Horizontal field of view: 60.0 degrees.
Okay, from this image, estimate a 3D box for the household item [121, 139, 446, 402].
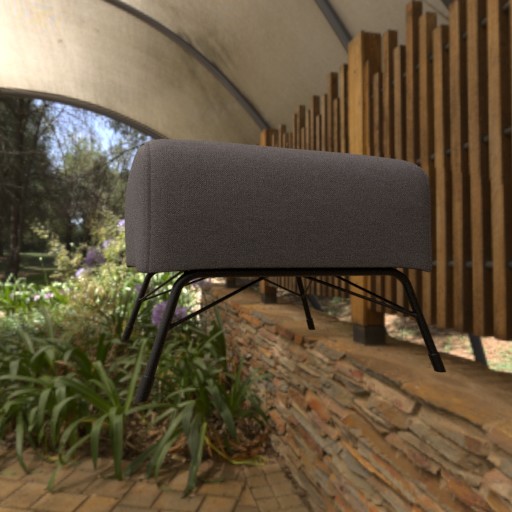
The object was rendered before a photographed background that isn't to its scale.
[{"bbox_3d":[0.000,0.000,0.942,0.530,0.410,0.530,0,-1,-19],"label":"household item"}]
